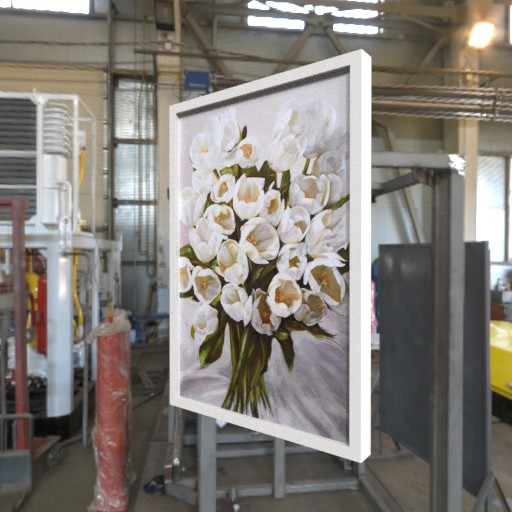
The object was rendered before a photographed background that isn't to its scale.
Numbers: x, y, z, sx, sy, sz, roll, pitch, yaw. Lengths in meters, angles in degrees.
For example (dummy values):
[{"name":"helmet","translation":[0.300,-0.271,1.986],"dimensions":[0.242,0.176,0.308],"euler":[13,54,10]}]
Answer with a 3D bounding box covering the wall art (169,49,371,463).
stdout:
[{"name":"wall art","translation":[0.000,0.000,0.855],"dimensions":[0.450,0.657,0.038],"euler":[0,1,37]}]
